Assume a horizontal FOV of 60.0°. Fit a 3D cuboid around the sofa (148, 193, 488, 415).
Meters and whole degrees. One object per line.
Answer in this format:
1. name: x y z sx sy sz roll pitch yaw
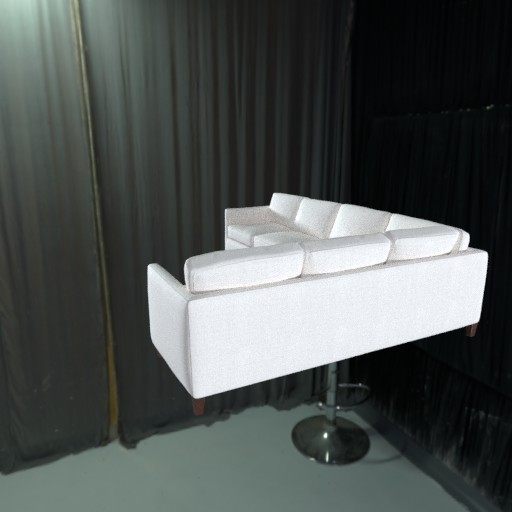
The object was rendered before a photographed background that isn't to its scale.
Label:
1. sofa: 0.000 0.000 4.463 2.593 0.947 3.302 -7 16 -26
